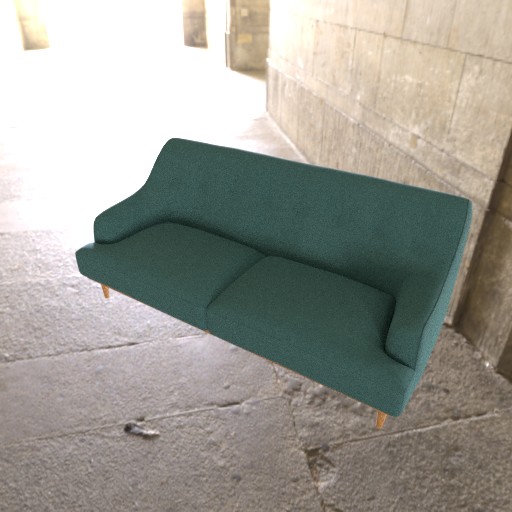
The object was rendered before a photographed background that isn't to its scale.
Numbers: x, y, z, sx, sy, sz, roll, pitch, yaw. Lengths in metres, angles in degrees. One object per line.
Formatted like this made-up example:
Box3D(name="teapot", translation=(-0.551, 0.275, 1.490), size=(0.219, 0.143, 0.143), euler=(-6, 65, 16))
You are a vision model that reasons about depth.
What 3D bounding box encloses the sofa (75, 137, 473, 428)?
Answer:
Box3D(name="sofa", translation=(0.000, 0.000, 2.544), size=(2.057, 0.871, 0.978), euler=(19, 36, 27))
